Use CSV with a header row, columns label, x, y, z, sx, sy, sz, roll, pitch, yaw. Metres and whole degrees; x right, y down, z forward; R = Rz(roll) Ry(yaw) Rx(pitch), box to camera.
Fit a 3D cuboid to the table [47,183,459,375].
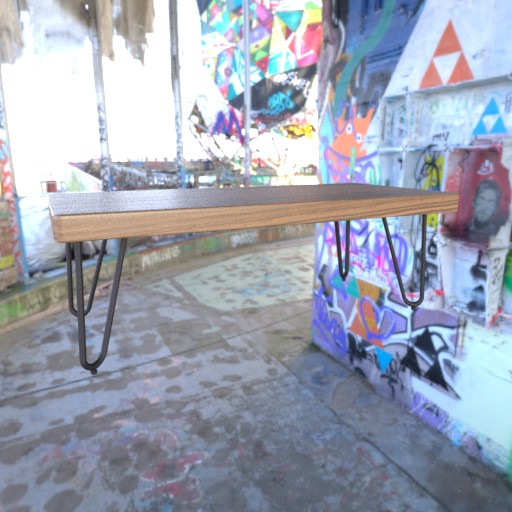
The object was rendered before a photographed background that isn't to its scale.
label,x,y,z,sx,sy,sz,roll,pitch,yaw
table,0.000,0.000,1.668,1.375,0.468,0.637,-6,15,-25
